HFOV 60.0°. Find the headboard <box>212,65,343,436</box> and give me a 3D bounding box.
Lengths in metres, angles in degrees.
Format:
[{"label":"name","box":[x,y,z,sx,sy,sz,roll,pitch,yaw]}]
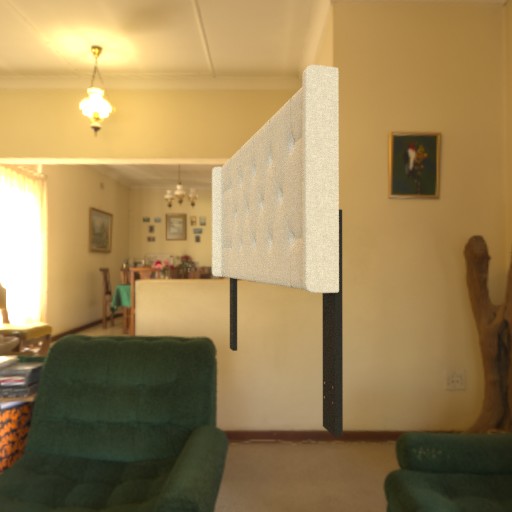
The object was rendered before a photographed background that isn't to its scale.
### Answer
[{"label":"headboard","box":[0.000,0.000,2.776,0.184,1.524,2.051,0,-1,-16]}]
